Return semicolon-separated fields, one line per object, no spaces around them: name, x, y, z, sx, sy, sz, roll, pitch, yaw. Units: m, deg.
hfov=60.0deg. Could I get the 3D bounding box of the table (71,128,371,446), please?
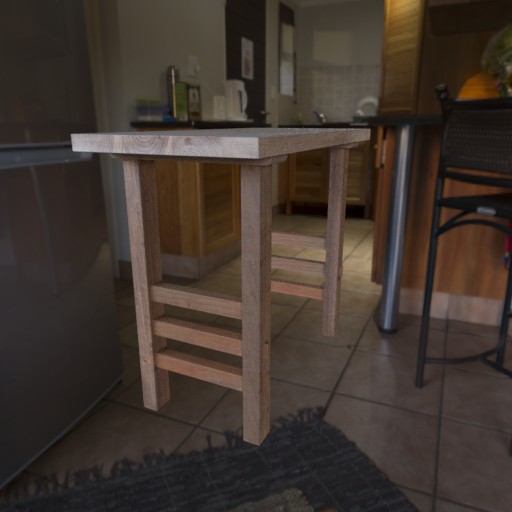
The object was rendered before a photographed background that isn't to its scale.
table;0.000;0.000;1.680;0.556;0.914;1.119;8;19;25
